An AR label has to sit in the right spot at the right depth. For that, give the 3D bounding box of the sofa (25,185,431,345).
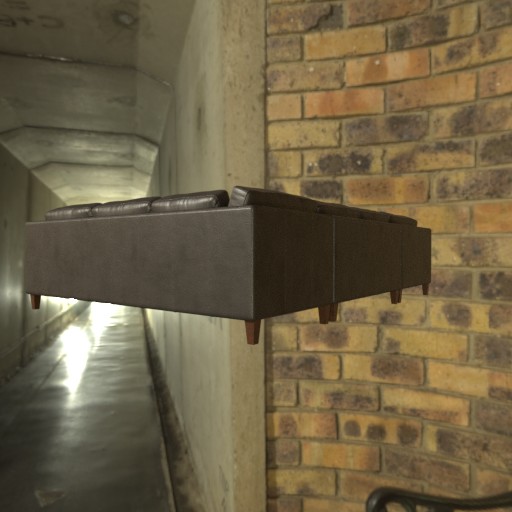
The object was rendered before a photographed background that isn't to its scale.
[{"bbox_3d":[0.000,0.000,4.377,2.452,0.891,3.324,1,1,37],"label":"sofa"}]
